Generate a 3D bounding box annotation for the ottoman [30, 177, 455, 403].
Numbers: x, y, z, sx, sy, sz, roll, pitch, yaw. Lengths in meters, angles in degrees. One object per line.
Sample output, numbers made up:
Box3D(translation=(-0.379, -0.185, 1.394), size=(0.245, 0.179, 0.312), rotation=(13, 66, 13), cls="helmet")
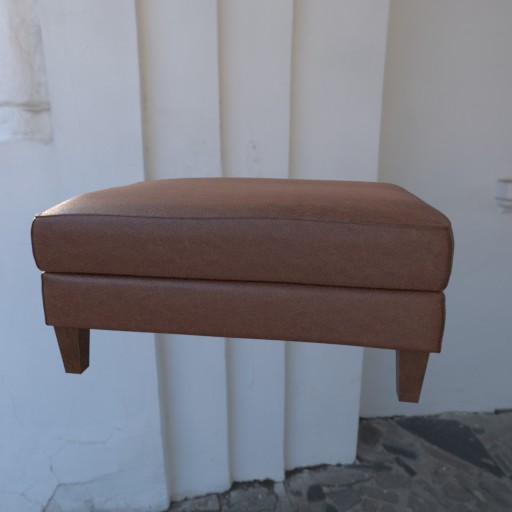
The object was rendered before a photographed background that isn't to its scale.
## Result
Box3D(translation=(0.000, 0.000, 1.412), size=(0.987, 0.472, 0.836), rotation=(2, 15, 9), cls="ottoman")
